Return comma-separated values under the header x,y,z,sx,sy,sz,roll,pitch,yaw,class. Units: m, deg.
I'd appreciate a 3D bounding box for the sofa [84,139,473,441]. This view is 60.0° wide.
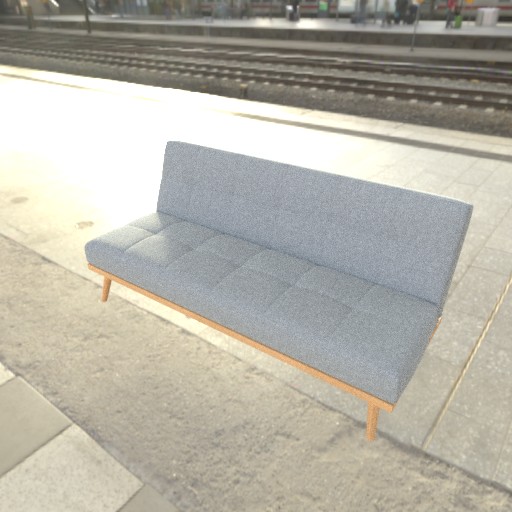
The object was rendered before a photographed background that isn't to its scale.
x,y,z,sx,sy,sz,roll,pitch,yaw,class
0.000,0.000,2.281,1.820,0.800,0.800,19,35,30,sofa
